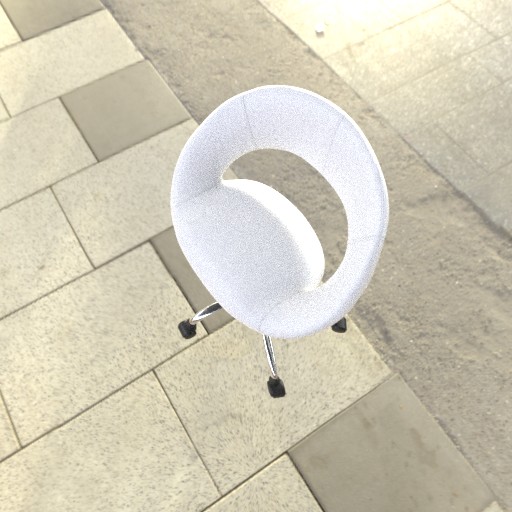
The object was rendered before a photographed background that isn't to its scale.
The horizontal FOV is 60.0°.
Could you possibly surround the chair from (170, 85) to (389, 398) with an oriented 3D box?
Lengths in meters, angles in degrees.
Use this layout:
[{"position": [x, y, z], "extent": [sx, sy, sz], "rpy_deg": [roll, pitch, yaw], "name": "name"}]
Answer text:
[{"position": [0.000, 0.000, 1.199], "extent": [0.538, 0.791, 0.612], "rpy_deg": [-32, 68, -15], "name": "chair"}]
